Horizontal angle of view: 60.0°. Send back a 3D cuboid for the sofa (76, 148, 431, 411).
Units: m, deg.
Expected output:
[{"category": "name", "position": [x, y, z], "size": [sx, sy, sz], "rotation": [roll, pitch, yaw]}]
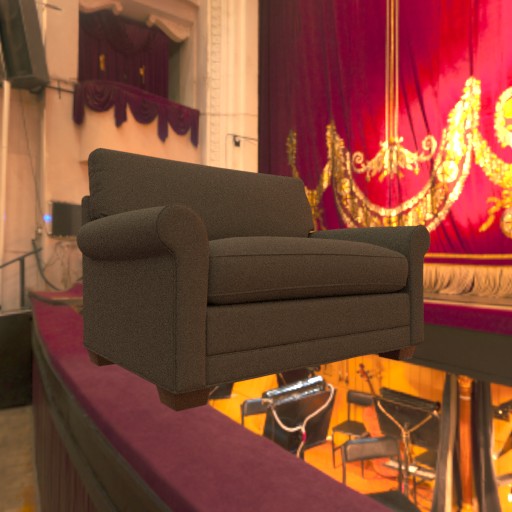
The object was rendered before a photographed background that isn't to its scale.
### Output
[{"category": "sofa", "position": [0.000, 0.000, 2.029], "size": [1.410, 0.953, 0.940], "rotation": [0, -1, -37]}]
